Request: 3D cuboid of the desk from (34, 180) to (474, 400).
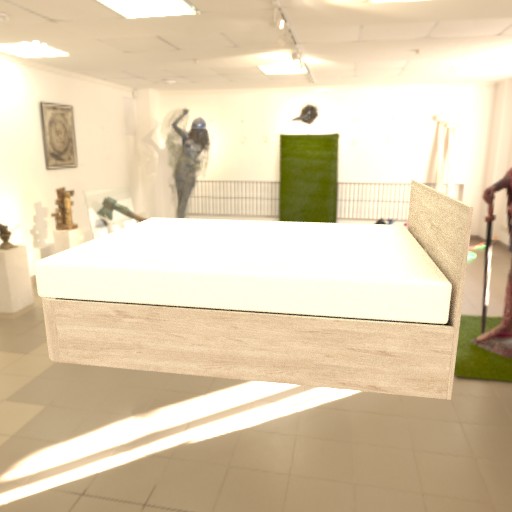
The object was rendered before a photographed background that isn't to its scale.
[{"bbox_3d":[0.000,0.000,2.573,1.900,0.800,1.400,3,14,10],"label":"desk"}]
